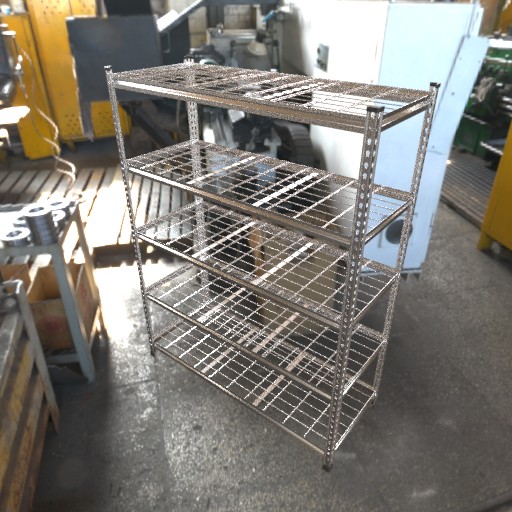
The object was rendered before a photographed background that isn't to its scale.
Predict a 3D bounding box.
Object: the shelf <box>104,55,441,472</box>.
[{"bbox_3d":[0.000,0.000,2.582,1.524,1.981,0.610,22,37,32],"label":"shelf"}]
